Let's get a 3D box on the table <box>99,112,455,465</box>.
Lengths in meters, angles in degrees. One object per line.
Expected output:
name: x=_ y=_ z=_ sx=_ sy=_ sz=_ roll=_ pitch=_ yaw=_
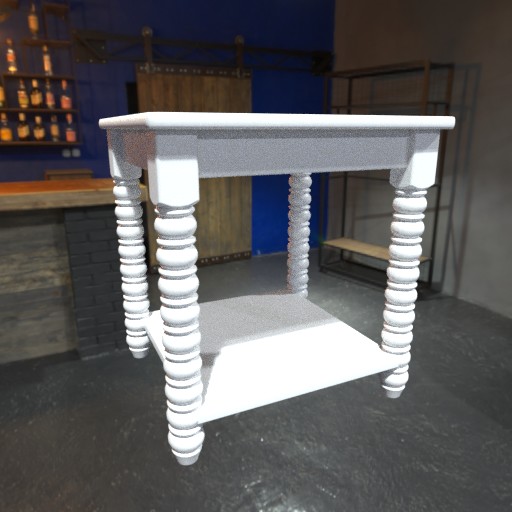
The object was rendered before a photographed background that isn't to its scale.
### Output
table: x=0.000 y=0.000 z=0.947 sx=0.533 sy=0.563 sz=0.500 roll=-7 pitch=18 yaw=-24
